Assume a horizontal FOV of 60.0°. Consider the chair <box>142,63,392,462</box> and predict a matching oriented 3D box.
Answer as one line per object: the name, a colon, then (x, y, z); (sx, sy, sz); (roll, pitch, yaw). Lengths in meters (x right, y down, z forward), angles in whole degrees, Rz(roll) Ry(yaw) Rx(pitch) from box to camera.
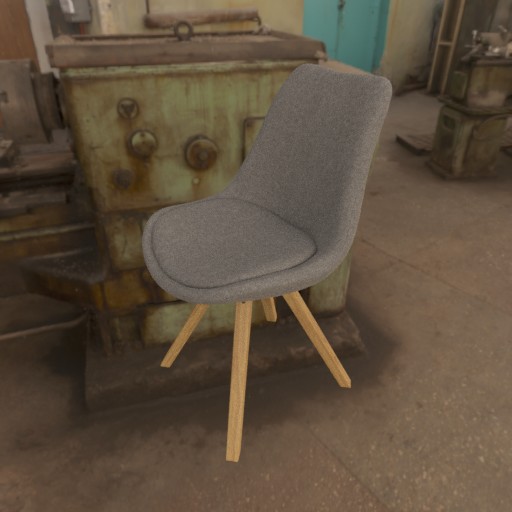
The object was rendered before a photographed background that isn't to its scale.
chair: (0.000, 0.000, 1.157); (0.550, 0.865, 0.483); (-20, 36, -29)
